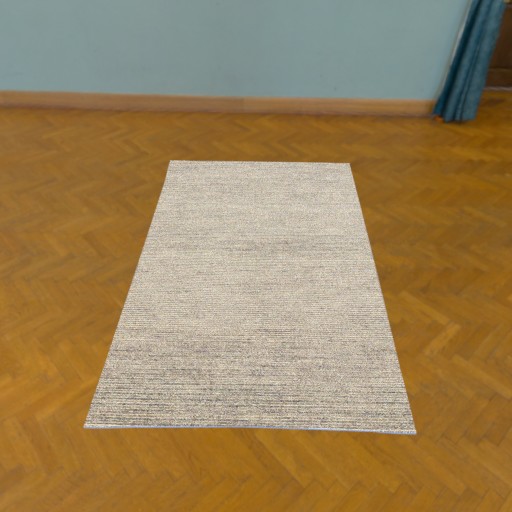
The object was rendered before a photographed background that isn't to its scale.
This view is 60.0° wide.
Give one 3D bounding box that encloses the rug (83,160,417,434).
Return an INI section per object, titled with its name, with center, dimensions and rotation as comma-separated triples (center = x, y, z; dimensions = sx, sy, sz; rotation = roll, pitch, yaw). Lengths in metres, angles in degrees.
[rug]
center = 0.000, 0.000, 2.199
dimensions = 1.162, 0.022, 1.804
rotation = 1, 43, 1
